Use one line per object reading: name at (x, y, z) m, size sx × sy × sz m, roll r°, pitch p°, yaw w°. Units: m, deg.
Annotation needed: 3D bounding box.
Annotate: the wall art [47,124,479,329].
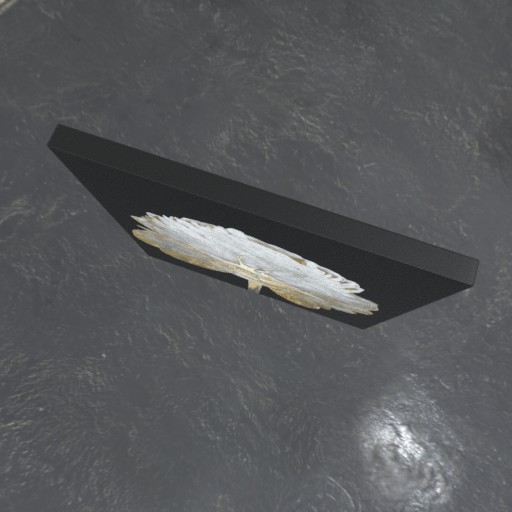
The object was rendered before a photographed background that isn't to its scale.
wall art at (0.000, 0.000, 0.894) m, size 0.610 × 0.611 × 0.043 m, roll 19°, pitch 76°, yaw 5°
